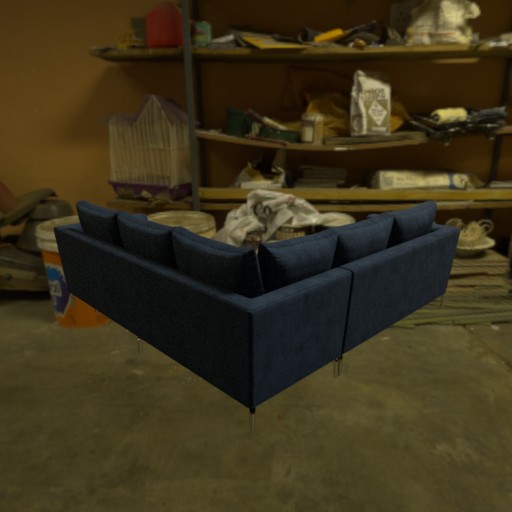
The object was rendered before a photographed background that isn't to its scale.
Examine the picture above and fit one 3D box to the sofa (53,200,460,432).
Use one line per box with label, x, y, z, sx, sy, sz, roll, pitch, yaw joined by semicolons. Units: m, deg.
sofa;0.000;0.000;3.850;2.472;0.988;2.463;-16;23;-42
